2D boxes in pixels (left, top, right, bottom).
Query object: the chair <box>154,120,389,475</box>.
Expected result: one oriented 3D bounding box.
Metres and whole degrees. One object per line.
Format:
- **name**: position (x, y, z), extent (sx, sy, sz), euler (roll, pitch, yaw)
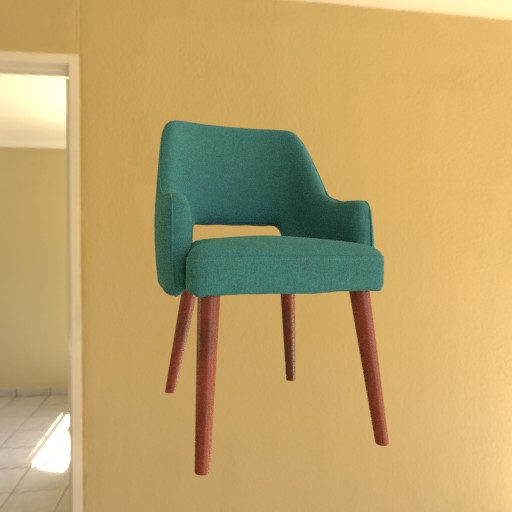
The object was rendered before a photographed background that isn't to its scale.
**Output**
- **chair**: position (0.000, 0.000, 1.212), extent (0.548, 0.849, 0.605), euler (0, 1, -18)
